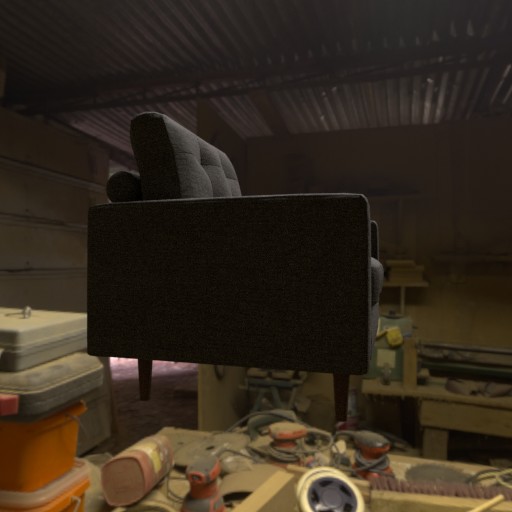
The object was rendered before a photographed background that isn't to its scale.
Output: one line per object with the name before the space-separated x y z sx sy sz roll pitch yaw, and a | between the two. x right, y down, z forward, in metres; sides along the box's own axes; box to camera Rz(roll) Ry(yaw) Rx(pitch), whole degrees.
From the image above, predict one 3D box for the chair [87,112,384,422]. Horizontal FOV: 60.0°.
chair | 0.000 0.000 1.535 0.843 0.880 0.821 0 -1 17
